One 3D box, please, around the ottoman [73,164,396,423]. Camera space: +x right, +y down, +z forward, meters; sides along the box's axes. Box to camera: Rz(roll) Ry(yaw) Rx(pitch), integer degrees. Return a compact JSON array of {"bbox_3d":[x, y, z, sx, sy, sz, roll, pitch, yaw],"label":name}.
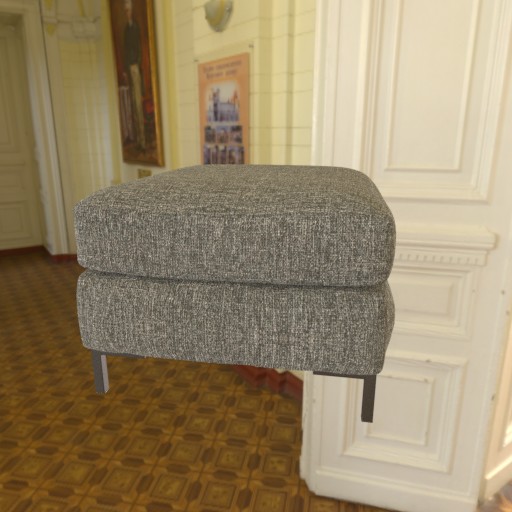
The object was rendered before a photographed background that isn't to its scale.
[{"bbox_3d":[0.000,0.000,1.240,0.683,0.480,0.828,3,16,10],"label":"ottoman"}]
